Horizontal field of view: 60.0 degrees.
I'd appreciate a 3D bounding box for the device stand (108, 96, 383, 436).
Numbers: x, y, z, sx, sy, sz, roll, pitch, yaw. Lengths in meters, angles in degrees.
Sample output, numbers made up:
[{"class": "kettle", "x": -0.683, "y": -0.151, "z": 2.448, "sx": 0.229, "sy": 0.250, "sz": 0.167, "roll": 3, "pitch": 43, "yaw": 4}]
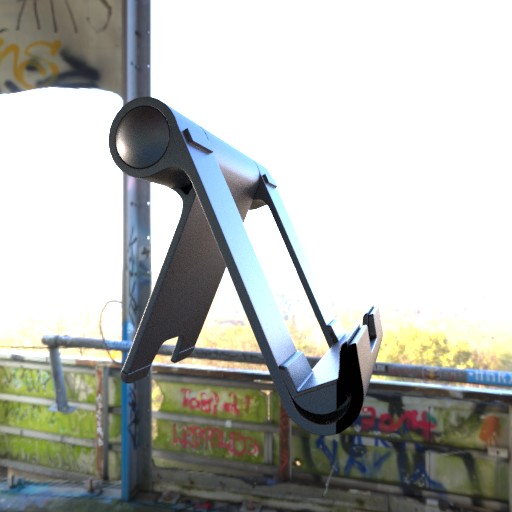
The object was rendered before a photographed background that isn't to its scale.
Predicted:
[{"class": "device stand", "x": 0.000, "y": 0.000, "z": 0.151, "sx": 0.079, "sy": 0.084, "sz": 0.088, "roll": 0, "pitch": 0, "yaw": 19}]
